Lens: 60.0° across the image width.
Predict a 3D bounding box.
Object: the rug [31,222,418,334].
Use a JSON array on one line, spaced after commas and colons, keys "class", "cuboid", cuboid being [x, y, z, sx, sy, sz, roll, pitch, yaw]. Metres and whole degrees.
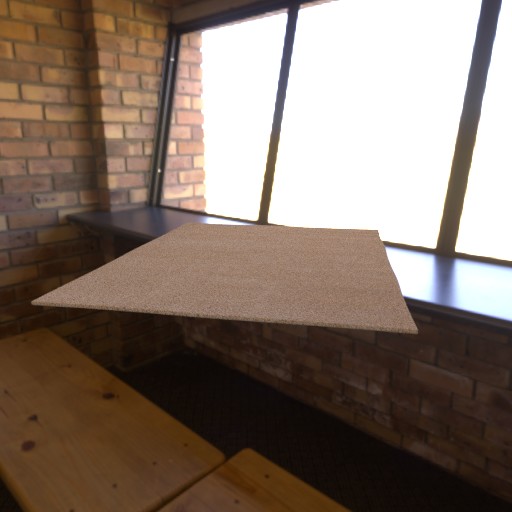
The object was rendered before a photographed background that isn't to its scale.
[{"class": "rug", "cuboid": [0.000, 0.000, 4.088, 2.400, 0.025, 3.000, 3, 15, 11]}]
